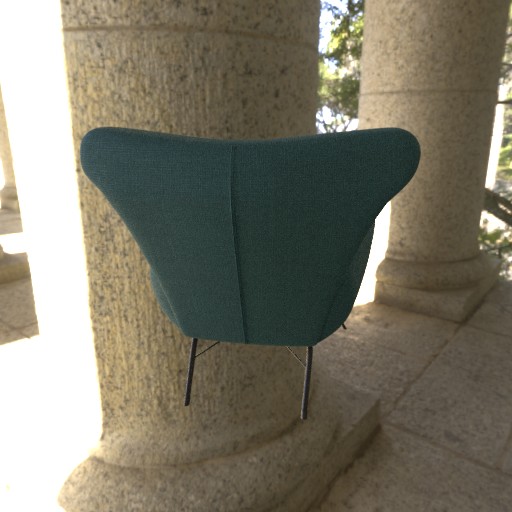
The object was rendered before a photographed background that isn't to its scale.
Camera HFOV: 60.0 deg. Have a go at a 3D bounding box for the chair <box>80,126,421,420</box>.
[{"bbox_3d":[0.000,0.000,1.748,1.050,0.980,0.900,3,17,9],"label":"chair"}]
